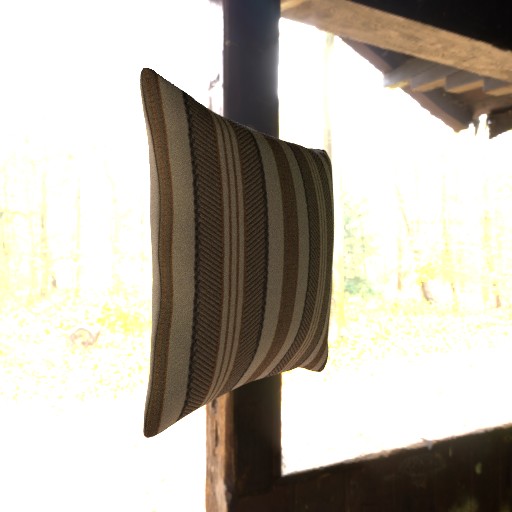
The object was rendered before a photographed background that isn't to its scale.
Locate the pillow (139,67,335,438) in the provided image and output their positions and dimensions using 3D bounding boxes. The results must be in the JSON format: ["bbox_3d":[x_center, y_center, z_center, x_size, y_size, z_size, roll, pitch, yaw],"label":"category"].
[{"bbox_3d":[0.000,0.000,0.637,0.173,0.401,0.416,-1,-2,36],"label":"pillow"}]
